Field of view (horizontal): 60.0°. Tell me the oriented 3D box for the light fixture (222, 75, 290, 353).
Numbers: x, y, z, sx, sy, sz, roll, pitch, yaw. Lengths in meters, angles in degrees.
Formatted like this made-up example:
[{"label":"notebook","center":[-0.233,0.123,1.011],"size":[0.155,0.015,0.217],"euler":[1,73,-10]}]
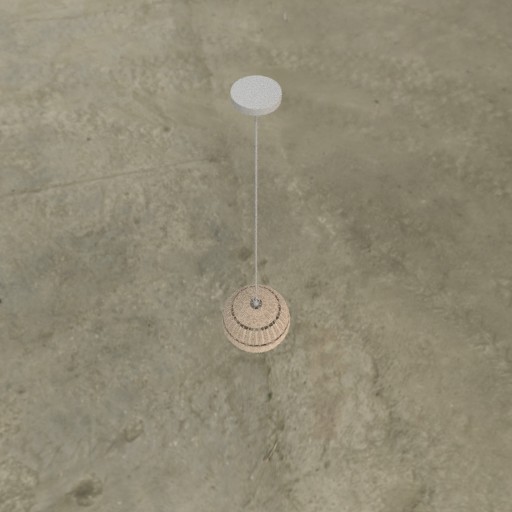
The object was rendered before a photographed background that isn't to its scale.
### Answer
[{"label":"light fixture","center":[0.000,0.000,2.297],"size":[0.457,2.019,0.457],"euler":[15,59,9]}]
